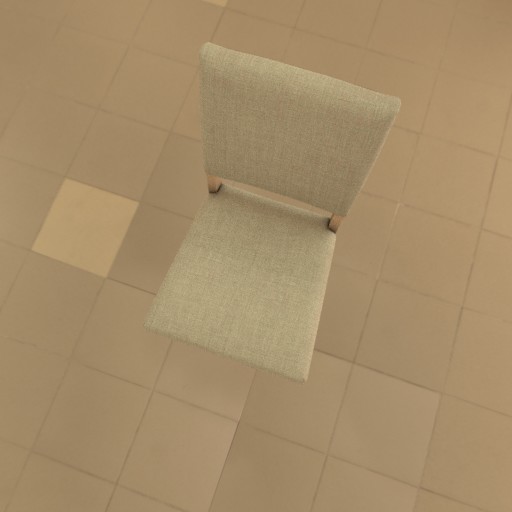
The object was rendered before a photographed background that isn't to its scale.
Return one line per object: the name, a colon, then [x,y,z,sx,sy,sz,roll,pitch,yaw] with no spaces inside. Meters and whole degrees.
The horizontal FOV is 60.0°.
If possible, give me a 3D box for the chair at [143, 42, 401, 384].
chair: [0.000,0.000,1.328,0.508,0.986,0.622,18,77,4]
